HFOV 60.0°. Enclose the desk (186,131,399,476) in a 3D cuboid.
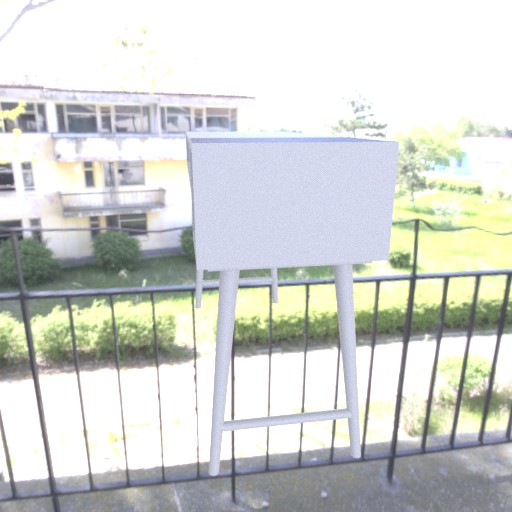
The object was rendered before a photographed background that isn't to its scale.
[{"bbox_3d":[0.000,0.000,1.443,0.409,0.761,1.069,-3,17,-9],"label":"desk"}]
